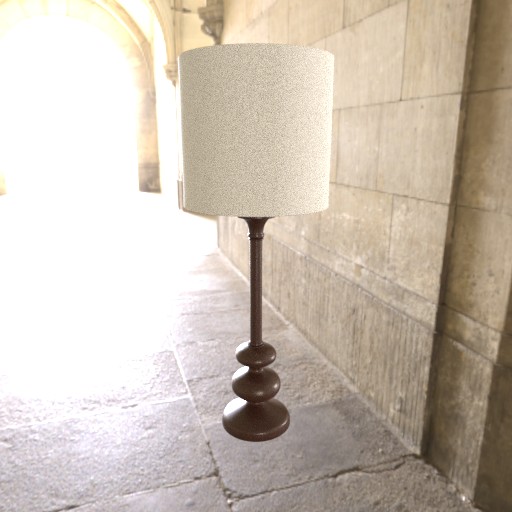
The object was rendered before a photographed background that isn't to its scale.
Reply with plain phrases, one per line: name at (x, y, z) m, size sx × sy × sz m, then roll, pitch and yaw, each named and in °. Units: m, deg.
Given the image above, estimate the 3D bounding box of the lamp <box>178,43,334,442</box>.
lamp at (0.000, 0.000, 0.811) m, size 0.254 × 0.690 × 0.254 m, roll 7°, pitch 16°, yaw 25°
